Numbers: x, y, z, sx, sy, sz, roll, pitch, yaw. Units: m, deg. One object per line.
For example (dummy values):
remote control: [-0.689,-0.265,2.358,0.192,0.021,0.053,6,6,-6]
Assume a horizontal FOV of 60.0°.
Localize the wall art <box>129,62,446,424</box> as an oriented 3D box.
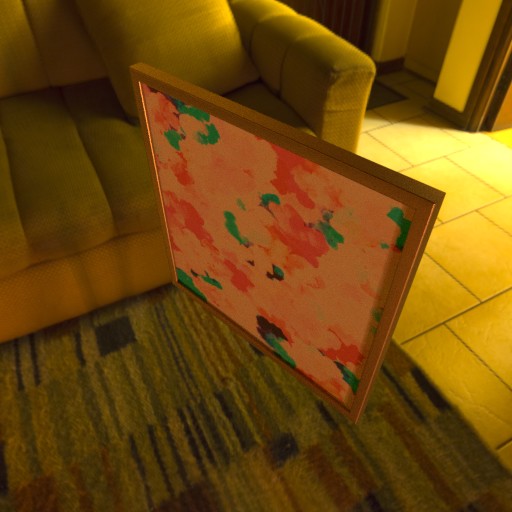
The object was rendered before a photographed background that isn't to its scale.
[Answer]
wall art: [0.000,0.000,1.134,0.767,0.765,0.036,32,53,28]
